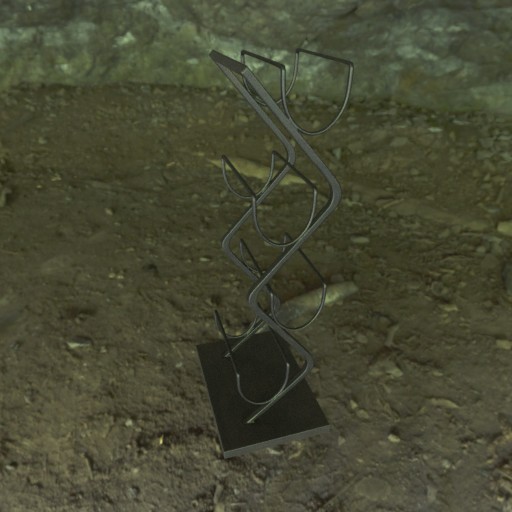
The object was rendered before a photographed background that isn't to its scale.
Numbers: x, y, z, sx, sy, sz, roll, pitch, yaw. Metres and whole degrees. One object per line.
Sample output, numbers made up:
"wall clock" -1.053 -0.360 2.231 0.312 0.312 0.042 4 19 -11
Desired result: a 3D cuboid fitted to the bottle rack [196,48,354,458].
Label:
"bottle rack" 0.000 0.000 0.675 0.178 0.559 0.254 -8 31 -14
